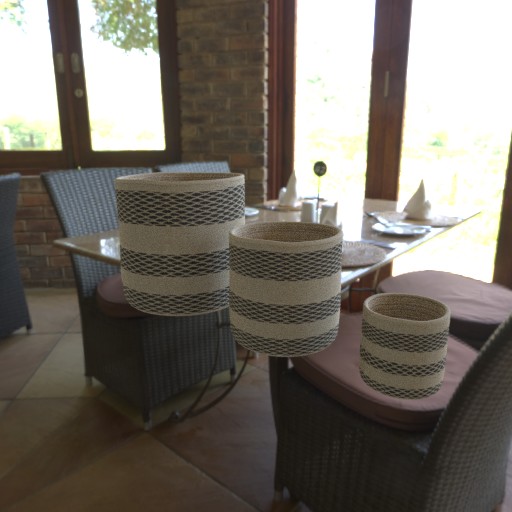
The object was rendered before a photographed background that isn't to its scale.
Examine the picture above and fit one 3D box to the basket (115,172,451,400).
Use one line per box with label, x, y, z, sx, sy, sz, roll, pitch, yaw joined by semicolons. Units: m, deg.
basket;0.000;0.000;1.061;0.917;0.356;0.351;14;20;42
